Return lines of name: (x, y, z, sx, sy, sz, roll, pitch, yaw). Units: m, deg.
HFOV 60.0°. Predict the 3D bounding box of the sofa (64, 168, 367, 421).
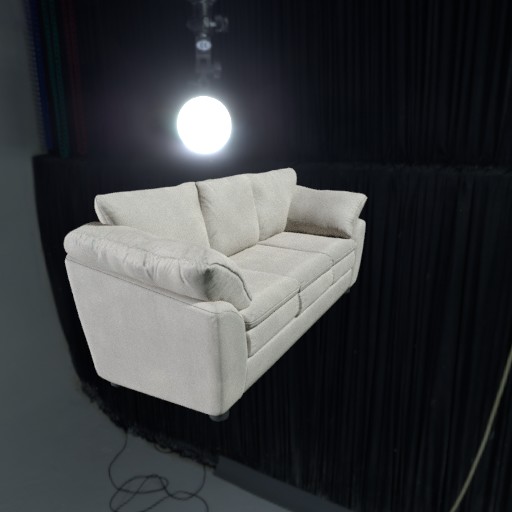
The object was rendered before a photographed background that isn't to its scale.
sofa: (0.000, 0.000, 2.878, 0.878, 0.996, 2.334, 8, 17, 27)
